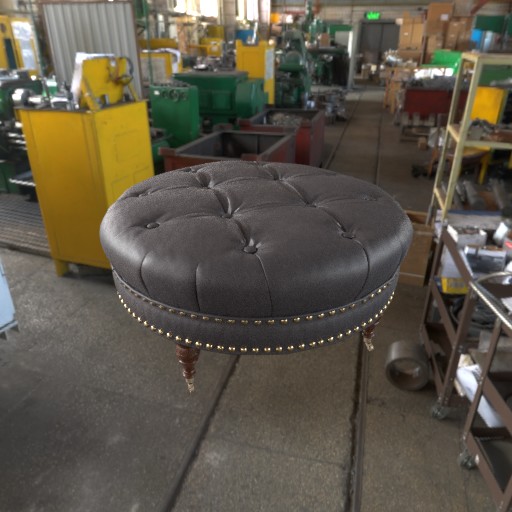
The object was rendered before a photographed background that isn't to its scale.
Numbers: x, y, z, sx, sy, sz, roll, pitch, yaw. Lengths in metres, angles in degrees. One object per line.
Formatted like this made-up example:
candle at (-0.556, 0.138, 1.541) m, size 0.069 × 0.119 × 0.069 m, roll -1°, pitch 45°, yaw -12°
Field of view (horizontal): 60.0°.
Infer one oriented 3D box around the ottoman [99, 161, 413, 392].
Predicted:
ottoman at (0.000, 0.000, 1.383) m, size 0.901 × 0.439 × 0.901 m, roll 0°, pitch 27°, yaw 0°
